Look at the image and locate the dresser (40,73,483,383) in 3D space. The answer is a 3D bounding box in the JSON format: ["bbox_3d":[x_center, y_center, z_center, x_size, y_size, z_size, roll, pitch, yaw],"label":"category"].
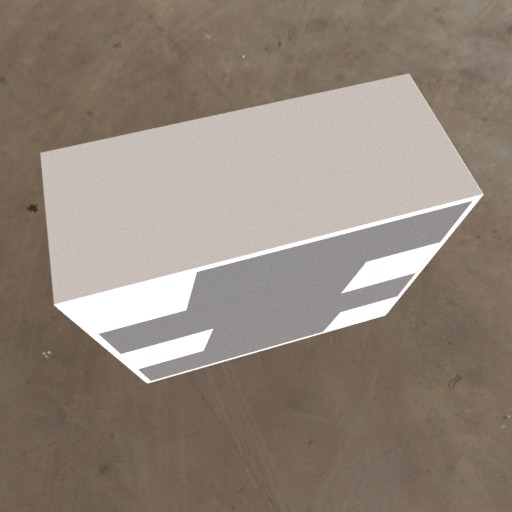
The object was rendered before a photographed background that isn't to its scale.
[{"bbox_3d":[0.000,0.000,1.630,1.100,1.000,0.460,-14,65,-7],"label":"dresser"}]
